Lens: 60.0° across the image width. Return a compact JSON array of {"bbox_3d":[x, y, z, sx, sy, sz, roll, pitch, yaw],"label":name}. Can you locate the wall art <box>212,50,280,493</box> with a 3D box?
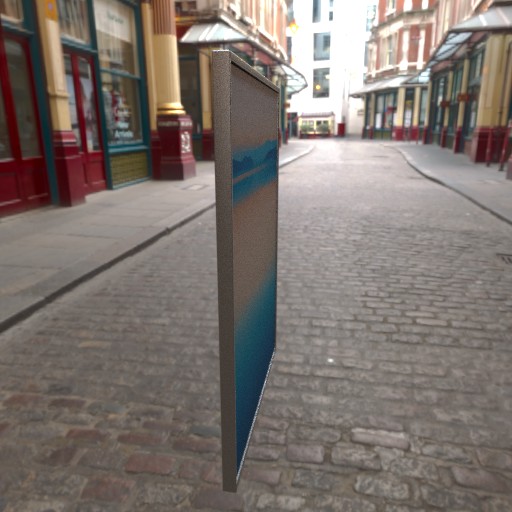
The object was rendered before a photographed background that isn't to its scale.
[{"bbox_3d":[0.000,0.000,1.394,0.037,1.062,0.801,3,16,10],"label":"wall art"}]
